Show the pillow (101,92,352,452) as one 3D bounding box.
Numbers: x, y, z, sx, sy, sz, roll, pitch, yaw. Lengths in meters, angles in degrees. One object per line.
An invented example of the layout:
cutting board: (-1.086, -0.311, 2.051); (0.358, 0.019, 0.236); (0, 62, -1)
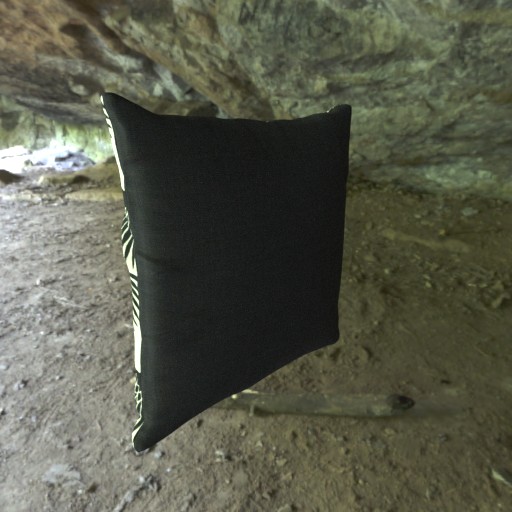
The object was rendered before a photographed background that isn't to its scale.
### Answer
pillow: (0.000, 0.000, 0.648); (0.432, 0.432, 0.139); (-16, 23, -42)
